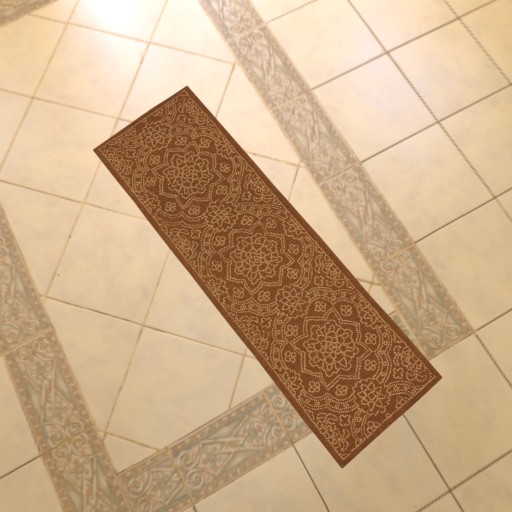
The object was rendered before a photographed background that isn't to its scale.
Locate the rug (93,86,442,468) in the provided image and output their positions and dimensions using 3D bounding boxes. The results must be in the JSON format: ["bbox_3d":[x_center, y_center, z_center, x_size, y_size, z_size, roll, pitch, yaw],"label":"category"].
[{"bbox_3d":[0.000,0.000,2.699,0.769,0.012,2.448,-38,79,-9],"label":"rug"}]
